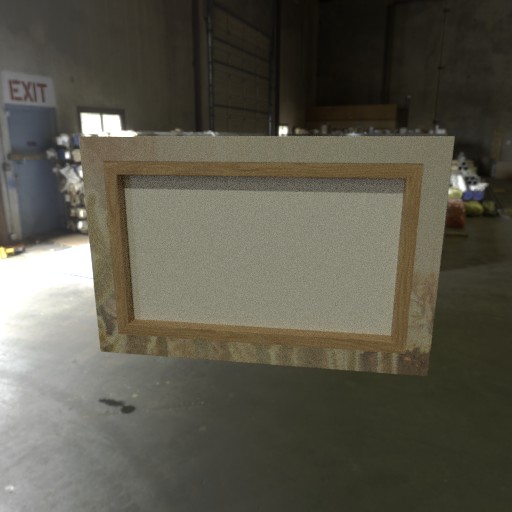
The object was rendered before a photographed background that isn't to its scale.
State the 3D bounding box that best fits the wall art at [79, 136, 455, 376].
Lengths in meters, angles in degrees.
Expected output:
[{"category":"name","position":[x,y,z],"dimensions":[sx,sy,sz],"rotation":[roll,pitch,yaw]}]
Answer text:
[{"category":"wall art","position":[0.000,0.000,1.167],"dimensions":[0.916,0.608,0.040],"rotation":[2,15,8]}]
